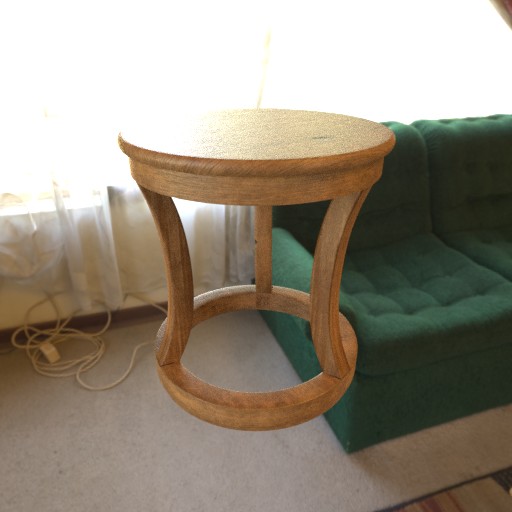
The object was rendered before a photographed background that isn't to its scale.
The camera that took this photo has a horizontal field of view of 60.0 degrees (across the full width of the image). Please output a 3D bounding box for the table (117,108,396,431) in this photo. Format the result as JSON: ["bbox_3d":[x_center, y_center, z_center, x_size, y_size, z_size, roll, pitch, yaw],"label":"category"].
[{"bbox_3d":[0.000,0.000,0.810,0.432,0.460,0.432,0,26,0],"label":"table"}]
